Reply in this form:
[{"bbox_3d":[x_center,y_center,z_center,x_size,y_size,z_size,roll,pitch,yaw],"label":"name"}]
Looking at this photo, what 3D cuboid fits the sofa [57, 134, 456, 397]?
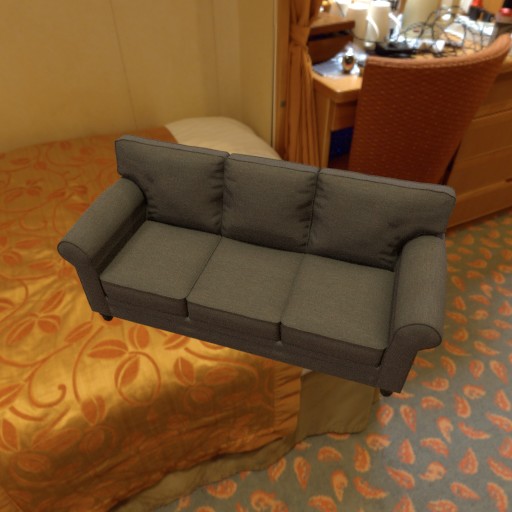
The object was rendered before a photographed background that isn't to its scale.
[{"bbox_3d":[0.000,0.000,2.647,2.084,0.966,0.909,12,44,13],"label":"sofa"}]
